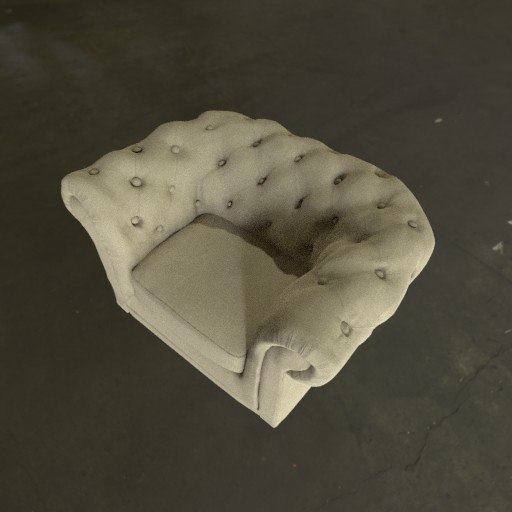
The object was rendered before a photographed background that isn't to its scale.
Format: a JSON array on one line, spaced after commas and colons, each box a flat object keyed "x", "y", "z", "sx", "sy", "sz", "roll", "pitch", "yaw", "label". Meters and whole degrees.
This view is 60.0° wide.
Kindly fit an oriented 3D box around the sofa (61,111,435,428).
[{"x": 0.000, "y": 0.000, "z": 2.068, "sx": 1.405, "sy": 0.878, "sz": 1.034, "roll": 31, "pitch": 54, "yaw": 26, "label": "sofa"}]
